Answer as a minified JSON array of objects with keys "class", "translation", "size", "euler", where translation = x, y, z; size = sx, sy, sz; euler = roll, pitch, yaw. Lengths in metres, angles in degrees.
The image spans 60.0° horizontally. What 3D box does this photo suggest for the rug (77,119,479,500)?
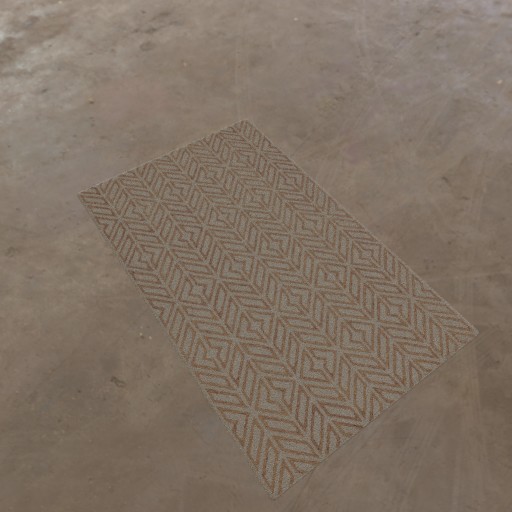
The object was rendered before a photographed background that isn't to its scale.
[{"class":"rug","translation":[0.000,0.000,2.936],"size":[1.523,0.008,2.438],"euler":[-30,60,-19]}]
